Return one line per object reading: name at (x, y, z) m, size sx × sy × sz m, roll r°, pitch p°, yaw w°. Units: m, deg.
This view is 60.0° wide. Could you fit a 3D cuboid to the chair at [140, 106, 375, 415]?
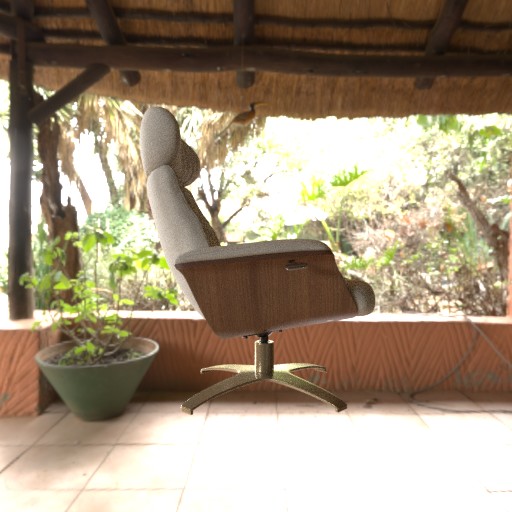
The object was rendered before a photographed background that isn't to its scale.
chair at (0.000, 0.000, 1.659) m, size 0.837 × 0.995 × 0.785 m, roll 0°, pitch 0°, yaw 0°
